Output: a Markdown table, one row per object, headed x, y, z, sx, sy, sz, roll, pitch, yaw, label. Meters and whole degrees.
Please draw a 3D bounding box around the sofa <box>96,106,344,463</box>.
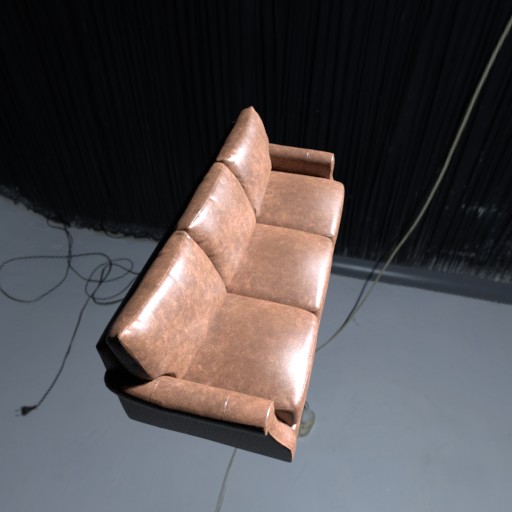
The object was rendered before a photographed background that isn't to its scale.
| x | y | z | sx | sy | sz | roll | pitch | yaw | label |
| --- | --- | --- | --- | --- | --- | --- | --- | --- | --- |
| 0.000 | 0.000 | 2.885 | 0.973 | 0.977 | 2.351 | 10 | 46 | 10 | sofa |
